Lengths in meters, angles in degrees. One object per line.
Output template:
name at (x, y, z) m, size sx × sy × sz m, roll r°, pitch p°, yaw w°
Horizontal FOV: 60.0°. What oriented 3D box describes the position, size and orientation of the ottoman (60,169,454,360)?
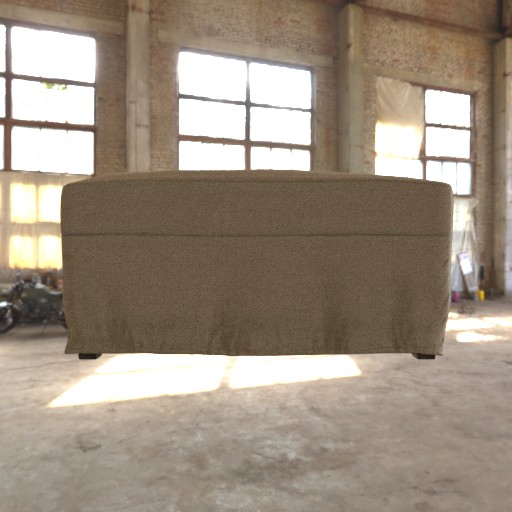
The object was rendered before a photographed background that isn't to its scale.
ottoman at (0.000, 0.000, 1.325) m, size 0.843 × 0.436 × 0.840 m, roll 0°, pitch 1°, yaw 0°
